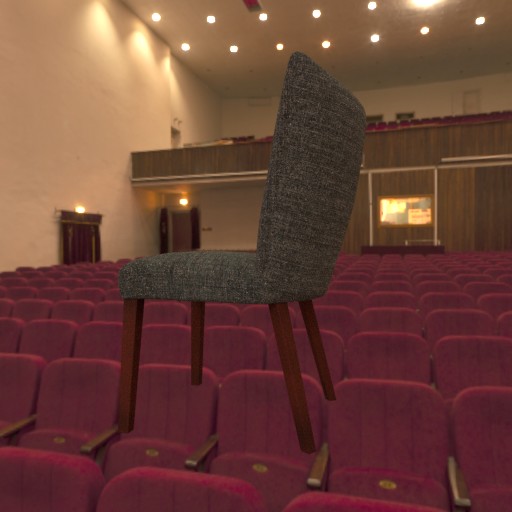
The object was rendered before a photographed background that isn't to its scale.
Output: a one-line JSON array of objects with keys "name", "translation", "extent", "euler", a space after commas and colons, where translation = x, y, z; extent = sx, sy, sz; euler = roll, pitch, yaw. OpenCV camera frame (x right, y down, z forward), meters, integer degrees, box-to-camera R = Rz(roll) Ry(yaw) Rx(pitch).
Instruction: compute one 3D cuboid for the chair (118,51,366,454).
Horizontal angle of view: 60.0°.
[{"name": "chair", "translation": [0.000, 0.000, 1.294], "extent": [0.623, 0.924, 0.535], "euler": [0, 0, 17]}]
